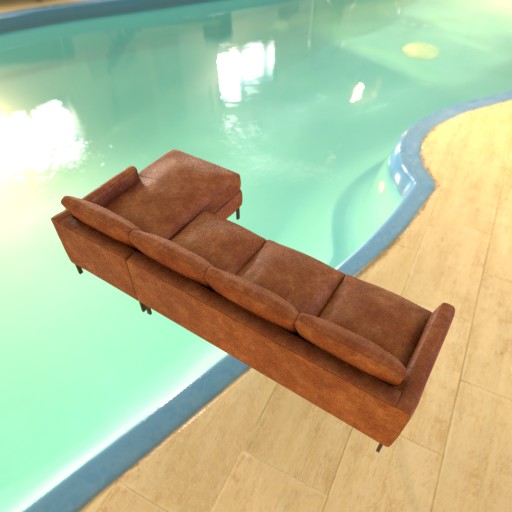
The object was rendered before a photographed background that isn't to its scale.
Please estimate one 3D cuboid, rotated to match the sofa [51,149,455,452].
[{"bbox_3d":[0.000,0.000,3.553,2.993,0.859,1.471,25,51,22],"label":"sofa"}]
